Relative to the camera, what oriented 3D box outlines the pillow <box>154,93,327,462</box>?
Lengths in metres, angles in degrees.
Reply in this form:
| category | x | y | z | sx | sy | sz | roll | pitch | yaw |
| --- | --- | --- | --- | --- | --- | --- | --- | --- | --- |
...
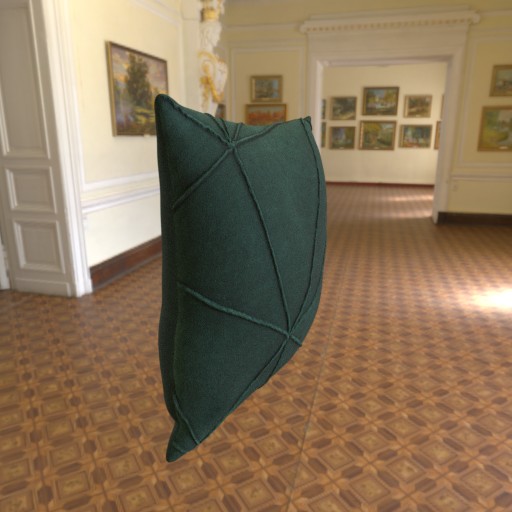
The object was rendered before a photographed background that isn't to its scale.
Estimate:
| category | x | y | z | sx | sy | sz | roll | pitch | yaw |
| --- | --- | --- | --- | --- | --- | --- | --- | --- | --- |
| pillow | 0.000 | 0.000 | 0.681 | 0.184 | 0.440 | 0.439 | 8 | 17 | 27 |
